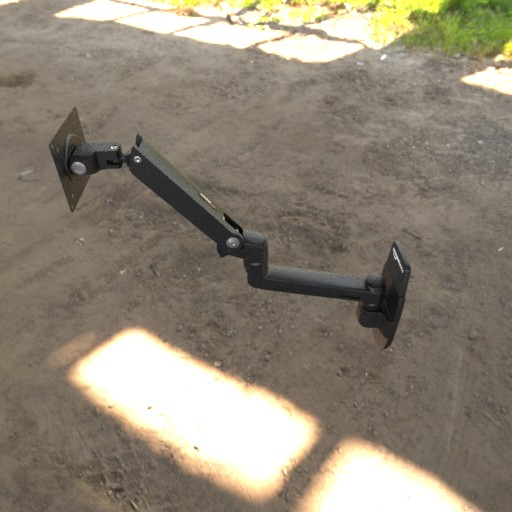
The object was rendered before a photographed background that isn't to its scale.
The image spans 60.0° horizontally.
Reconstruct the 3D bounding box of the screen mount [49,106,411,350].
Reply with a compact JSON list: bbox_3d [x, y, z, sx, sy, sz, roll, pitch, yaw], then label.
[{"bbox_3d":[0.000,0.000,0.726,0.495,0.466,0.115,-1,42,-1],"label":"screen mount"}]
